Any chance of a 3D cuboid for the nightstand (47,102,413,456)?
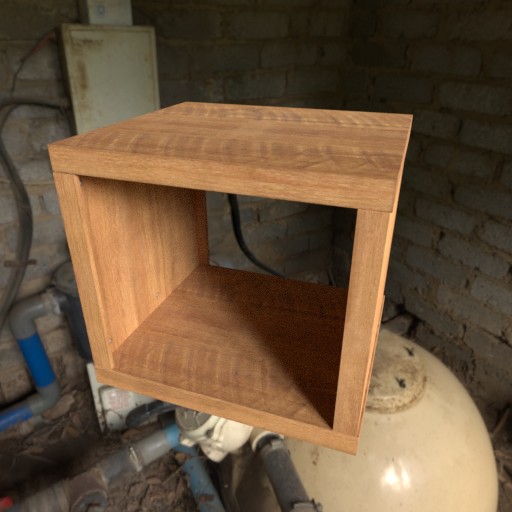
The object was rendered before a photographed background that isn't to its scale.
[{"bbox_3d":[0.000,0.000,0.863,0.493,0.491,0.436,9,29,17],"label":"nightstand"}]
